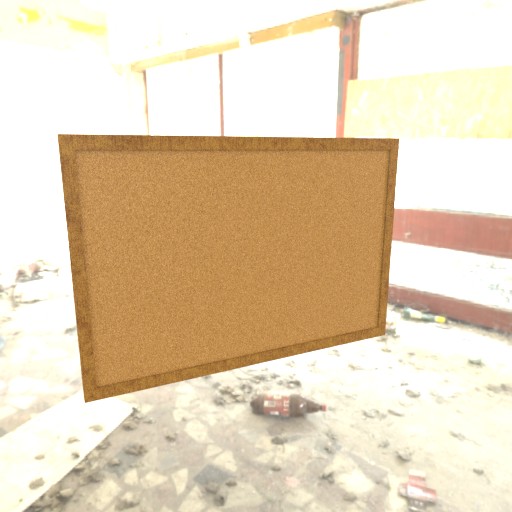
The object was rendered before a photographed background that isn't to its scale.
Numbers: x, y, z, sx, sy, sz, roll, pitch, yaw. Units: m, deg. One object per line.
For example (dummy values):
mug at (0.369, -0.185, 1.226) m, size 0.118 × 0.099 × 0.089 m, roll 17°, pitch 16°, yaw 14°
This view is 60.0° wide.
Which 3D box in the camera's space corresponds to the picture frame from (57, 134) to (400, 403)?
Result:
picture frame at (0.000, 0.000, 1.193) m, size 0.922 × 0.621 × 0.029 m, roll -6°, pitch 15°, yaw -25°
